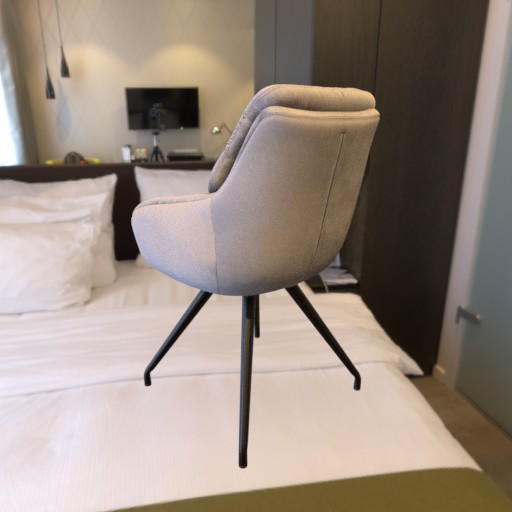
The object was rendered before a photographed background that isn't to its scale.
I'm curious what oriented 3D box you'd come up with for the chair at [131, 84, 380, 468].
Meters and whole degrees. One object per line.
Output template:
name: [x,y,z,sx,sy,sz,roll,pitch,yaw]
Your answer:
chair: [0.000,0.000,1.267,0.579,0.888,0.569,-16,23,-40]
